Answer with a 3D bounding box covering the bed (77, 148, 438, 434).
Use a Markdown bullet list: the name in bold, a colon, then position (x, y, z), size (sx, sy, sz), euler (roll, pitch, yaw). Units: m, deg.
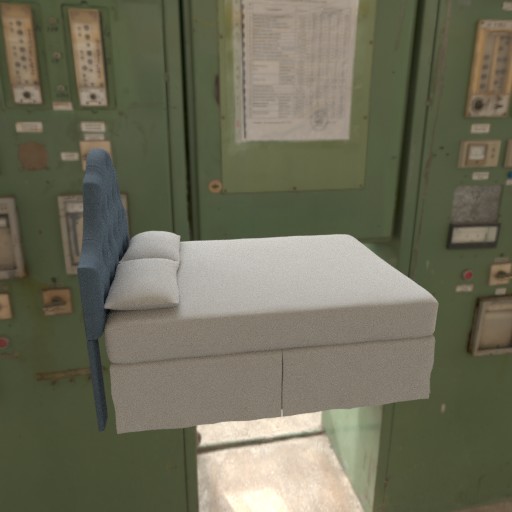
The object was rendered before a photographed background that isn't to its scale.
- **bed**: position (0.000, 0.000, 3.263), size (2.155, 1.575, 1.636), euler (-3, 19, -9)
